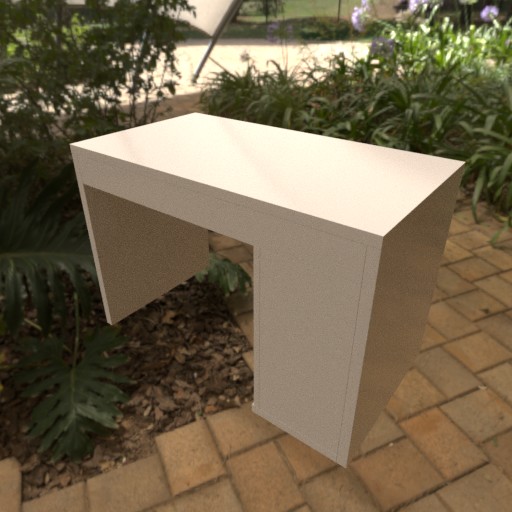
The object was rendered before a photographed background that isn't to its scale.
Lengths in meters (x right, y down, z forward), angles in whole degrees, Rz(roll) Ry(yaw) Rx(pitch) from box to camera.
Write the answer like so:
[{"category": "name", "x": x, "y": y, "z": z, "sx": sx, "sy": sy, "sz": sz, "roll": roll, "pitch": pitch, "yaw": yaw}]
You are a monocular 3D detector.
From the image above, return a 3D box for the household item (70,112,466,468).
[{"category": "household item", "x": 0.000, "y": 0.000, "z": 1.575, "sx": 1.100, "sy": 0.749, "sz": 0.597, "roll": 21, "pitch": 36, "yaw": 32}]
